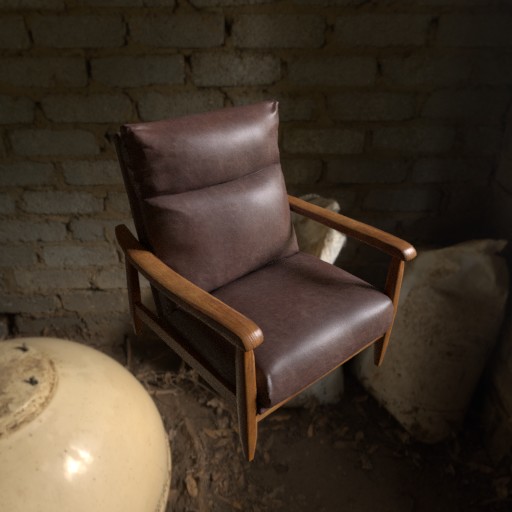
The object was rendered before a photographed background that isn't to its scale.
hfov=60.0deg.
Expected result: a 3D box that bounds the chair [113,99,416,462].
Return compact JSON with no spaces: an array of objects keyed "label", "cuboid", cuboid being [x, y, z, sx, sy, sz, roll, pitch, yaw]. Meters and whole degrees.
[{"label":"chair","cuboid":[0.000,0.000,1.562,0.782,0.897,0.830,-23,38,-33]}]
